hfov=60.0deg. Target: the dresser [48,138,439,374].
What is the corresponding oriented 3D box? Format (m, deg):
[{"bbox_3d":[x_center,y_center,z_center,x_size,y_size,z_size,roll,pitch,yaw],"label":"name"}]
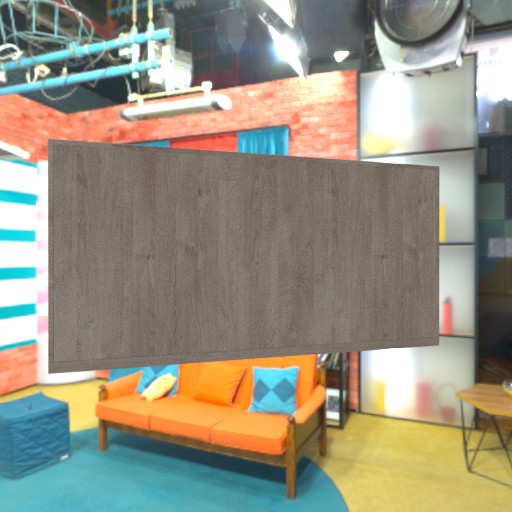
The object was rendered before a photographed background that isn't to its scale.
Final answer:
[{"bbox_3d":[0.000,0.000,1.913,1.590,0.795,0.390,0,0,-18],"label":"dresser"}]
